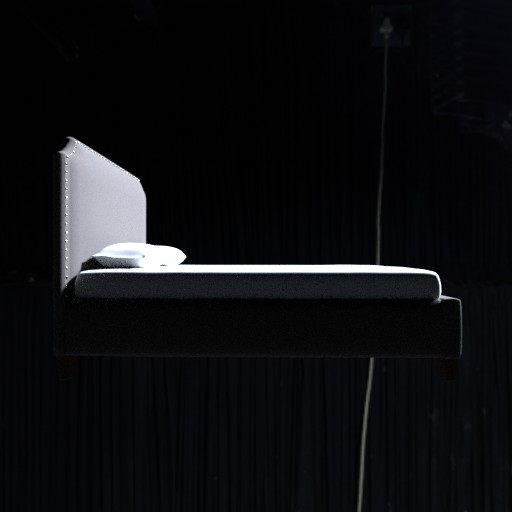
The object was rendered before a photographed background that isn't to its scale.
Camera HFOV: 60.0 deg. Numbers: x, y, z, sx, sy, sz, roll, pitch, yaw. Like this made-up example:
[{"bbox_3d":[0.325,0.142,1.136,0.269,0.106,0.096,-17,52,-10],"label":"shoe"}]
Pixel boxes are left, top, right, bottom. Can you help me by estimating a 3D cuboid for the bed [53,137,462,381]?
[{"bbox_3d":[0.000,0.000,3.369,2.372,1.443,1.713,0,0,1],"label":"bed"}]
